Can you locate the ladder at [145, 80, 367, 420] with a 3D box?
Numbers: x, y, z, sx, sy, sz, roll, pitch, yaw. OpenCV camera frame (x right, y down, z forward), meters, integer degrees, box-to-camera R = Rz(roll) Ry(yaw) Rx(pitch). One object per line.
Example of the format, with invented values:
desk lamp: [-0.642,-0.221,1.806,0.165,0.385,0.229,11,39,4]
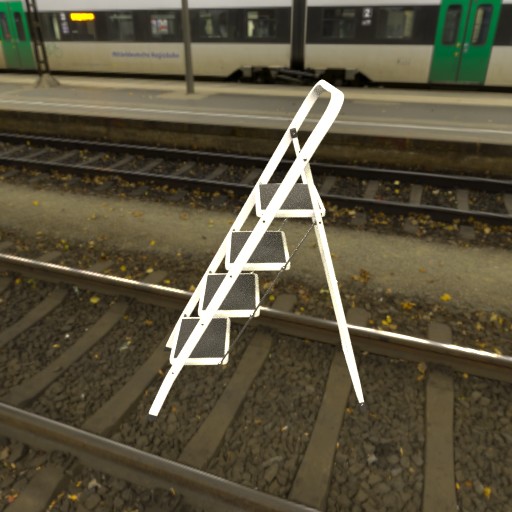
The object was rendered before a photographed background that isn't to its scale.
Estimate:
ladder: [0.000,0.000,1.734,0.914,1.265,0.460,-1,27,-1]
